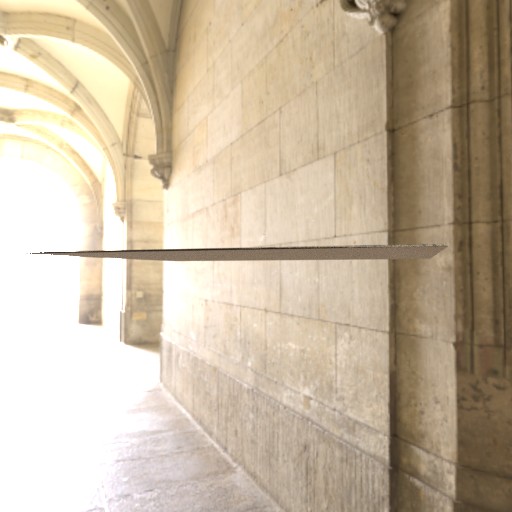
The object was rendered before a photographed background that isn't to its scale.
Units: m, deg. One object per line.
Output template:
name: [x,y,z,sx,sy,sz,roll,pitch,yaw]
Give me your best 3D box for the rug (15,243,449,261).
rug: [0.000,0.000,4.035,3.049,0.015,2.457,-1,-2,19]
